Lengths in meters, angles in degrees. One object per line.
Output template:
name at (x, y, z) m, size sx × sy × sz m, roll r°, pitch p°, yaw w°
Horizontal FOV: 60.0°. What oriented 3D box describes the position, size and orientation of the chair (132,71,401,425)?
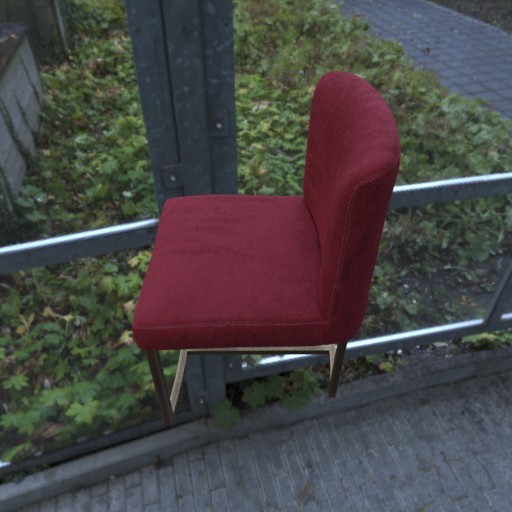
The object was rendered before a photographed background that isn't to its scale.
chair at (0.000, 0.000, 1.164) m, size 0.560 × 0.824 × 0.530 m, roll 0°, pitch 41°, yaw 0°
